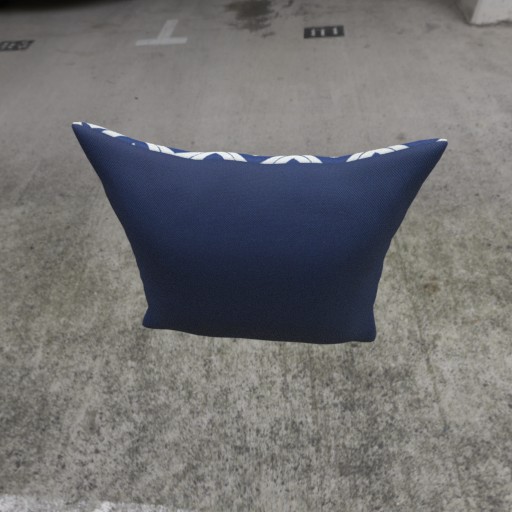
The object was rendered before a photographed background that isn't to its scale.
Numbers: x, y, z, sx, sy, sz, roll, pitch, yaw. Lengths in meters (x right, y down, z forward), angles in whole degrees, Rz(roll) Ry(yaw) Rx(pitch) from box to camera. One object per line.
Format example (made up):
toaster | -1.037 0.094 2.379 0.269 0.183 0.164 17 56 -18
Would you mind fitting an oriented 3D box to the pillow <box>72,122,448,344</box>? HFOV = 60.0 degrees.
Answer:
pillow | 0.000 0.000 0.771 0.504 0.494 0.188 3 48 3
